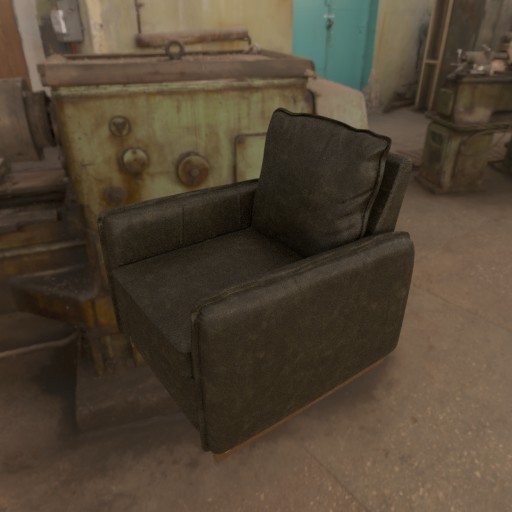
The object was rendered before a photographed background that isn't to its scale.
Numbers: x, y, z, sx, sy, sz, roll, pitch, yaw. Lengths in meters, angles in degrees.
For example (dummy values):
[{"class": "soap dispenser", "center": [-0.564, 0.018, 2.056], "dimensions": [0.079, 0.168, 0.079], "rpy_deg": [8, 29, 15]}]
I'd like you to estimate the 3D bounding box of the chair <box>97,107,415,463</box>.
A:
[{"class": "chair", "center": [0.000, 0.000, 1.641], "dimensions": [0.921, 0.921, 0.830], "rpy_deg": [-19, 35, -31]}]
